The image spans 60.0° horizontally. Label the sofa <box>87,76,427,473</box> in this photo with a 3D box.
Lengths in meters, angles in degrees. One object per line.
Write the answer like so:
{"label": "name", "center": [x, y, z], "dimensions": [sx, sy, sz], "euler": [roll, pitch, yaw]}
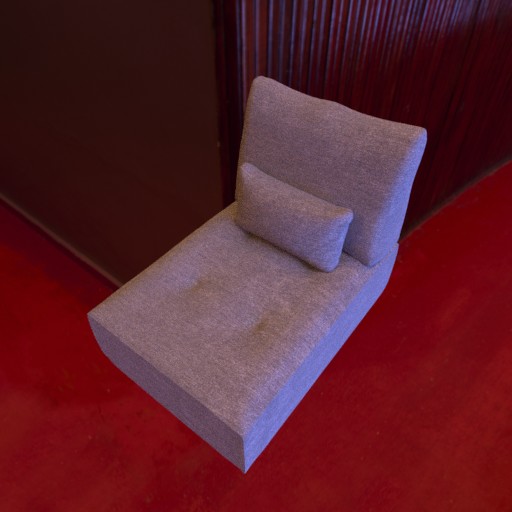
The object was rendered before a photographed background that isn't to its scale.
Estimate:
{"label": "sofa", "center": [0.000, 0.000, 1.563], "dimensions": [0.700, 0.820, 1.000], "euler": [29, 52, 26]}
